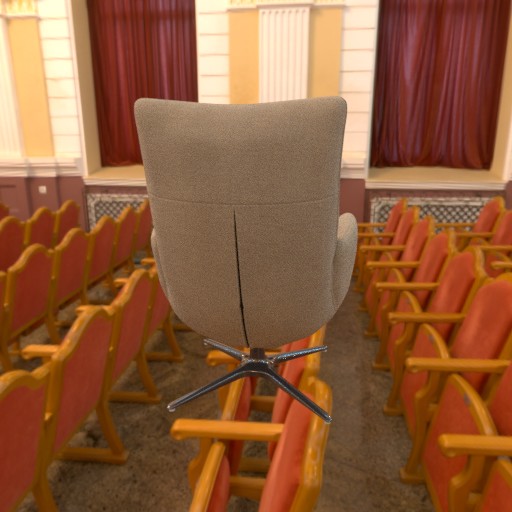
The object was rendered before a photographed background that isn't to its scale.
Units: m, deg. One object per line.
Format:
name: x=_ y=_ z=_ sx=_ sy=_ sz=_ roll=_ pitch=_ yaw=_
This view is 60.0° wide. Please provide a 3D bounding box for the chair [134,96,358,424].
chair: x=0.000 y=0.000 z=1.588 sx=0.711 sy=1.016 sz=0.889 roll=2 pitch=15 yaw=7
